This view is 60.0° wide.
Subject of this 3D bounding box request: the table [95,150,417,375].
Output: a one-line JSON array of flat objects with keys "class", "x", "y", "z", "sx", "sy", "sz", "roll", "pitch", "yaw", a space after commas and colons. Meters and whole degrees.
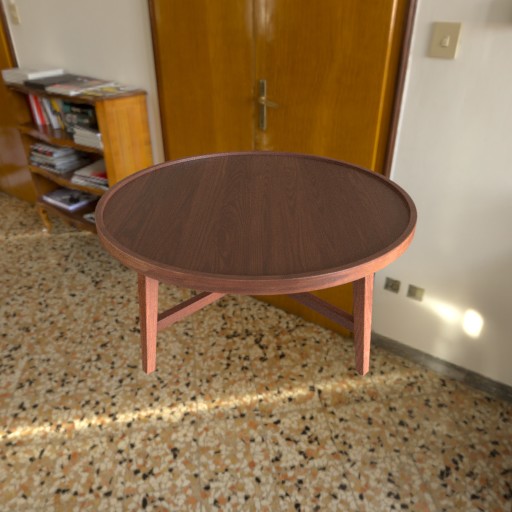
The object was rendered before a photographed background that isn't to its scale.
[{"class": "table", "x": 0.000, "y": 0.000, "z": 1.241, "sx": 0.800, "sy": 0.360, "sz": 0.800, "roll": 0, "pitch": 30, "yaw": 0}]
